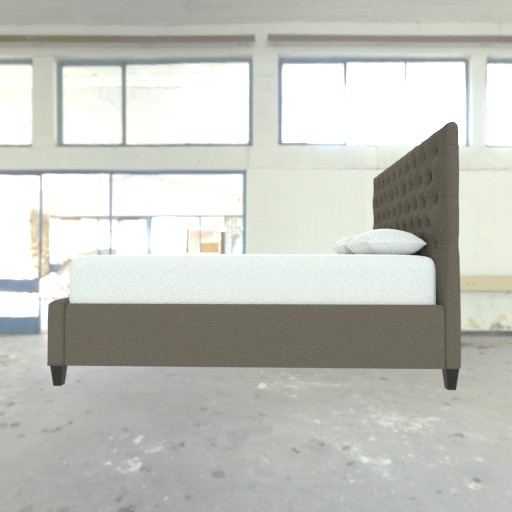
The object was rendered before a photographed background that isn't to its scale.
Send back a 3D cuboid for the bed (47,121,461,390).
[{"bbox_3d":[0.000,0.000,3.203,2.233,1.426,1.696,0,0,2],"label":"bed"}]
